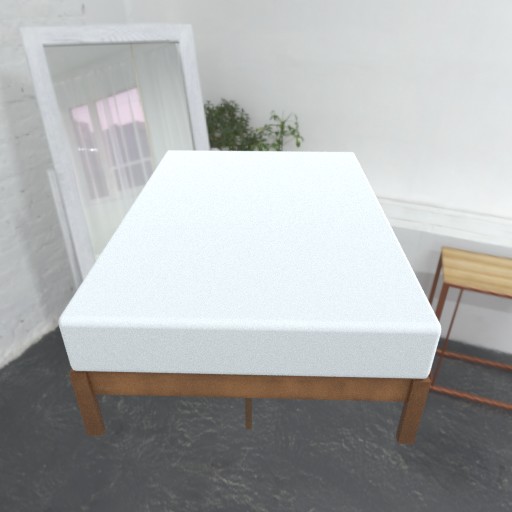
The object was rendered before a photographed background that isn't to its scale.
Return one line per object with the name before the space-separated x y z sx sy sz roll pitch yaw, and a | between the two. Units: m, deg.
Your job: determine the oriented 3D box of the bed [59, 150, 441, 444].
bed | 0.000 0.000 2.498 1.348 0.616 1.927 1 31 1
